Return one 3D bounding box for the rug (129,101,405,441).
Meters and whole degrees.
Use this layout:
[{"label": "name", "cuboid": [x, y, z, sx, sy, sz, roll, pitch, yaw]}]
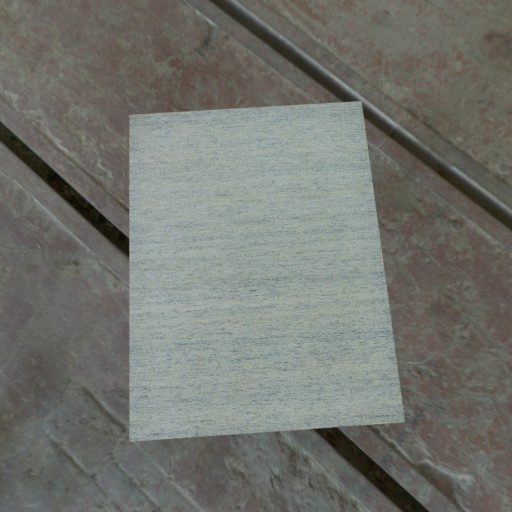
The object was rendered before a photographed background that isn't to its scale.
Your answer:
[{"label": "rug", "cuboid": [0.000, 0.000, 4.283, 2.438, 0.006, 3.197, -4, 77, -1]}]
